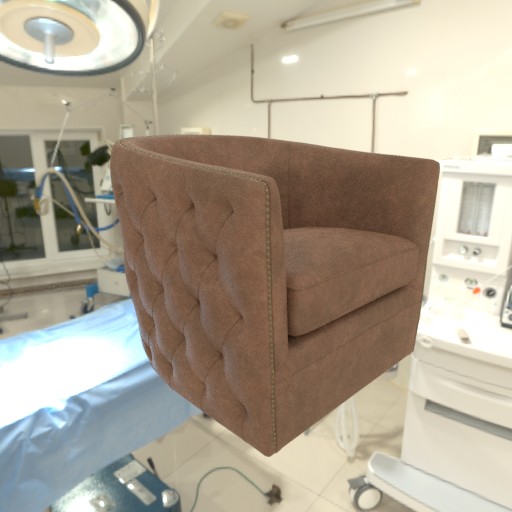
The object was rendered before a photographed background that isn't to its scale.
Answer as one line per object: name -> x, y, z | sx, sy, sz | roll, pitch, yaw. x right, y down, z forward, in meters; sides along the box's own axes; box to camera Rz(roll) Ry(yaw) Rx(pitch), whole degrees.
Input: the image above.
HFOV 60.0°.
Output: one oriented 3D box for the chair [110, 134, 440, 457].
chair -> 0.000, 0.000, 1.506 | 0.870, 0.790, 0.850 | 15, 22, 43
